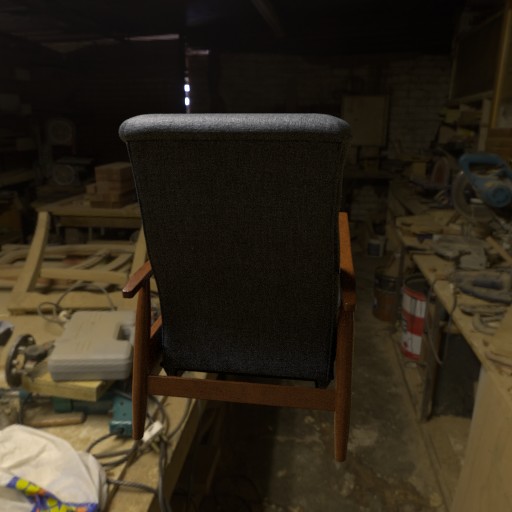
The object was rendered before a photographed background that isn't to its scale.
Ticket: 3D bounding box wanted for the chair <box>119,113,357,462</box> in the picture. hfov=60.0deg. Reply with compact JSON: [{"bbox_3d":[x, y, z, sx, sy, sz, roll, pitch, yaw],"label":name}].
[{"bbox_3d":[0.000,0.000,1.792,0.762,1.082,1.030,2,17,8],"label":"chair"}]
